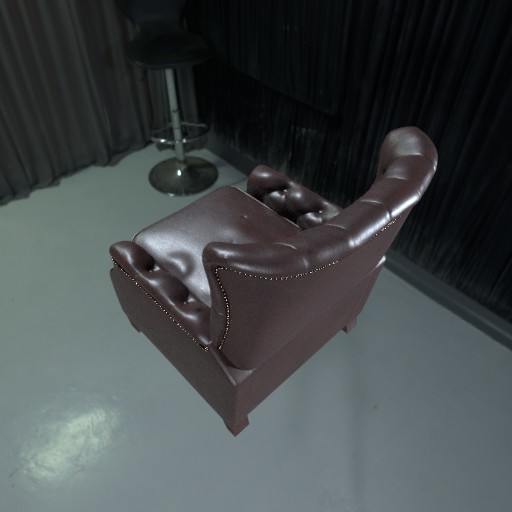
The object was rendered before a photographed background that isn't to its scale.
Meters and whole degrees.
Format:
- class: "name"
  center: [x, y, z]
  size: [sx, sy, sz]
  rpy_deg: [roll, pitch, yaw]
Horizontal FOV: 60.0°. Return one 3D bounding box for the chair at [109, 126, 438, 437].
- class: "chair"
  center: [0.000, 0.000, 1.431]
  size: [0.709, 0.864, 0.823]
  rpy_deg: [-34, 54, -30]
